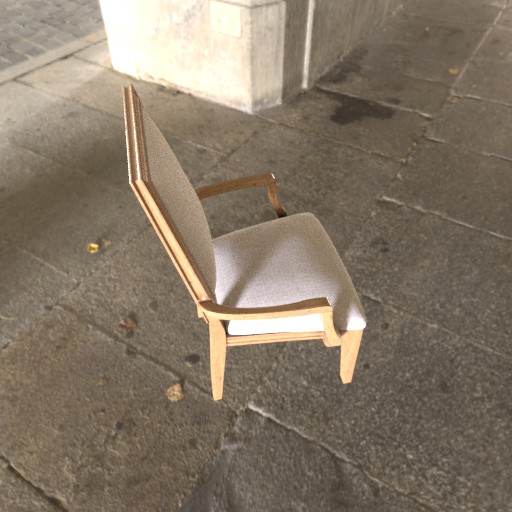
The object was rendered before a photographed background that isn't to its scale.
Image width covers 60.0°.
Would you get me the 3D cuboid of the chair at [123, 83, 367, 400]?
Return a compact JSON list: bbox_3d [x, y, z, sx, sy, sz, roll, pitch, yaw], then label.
[{"bbox_3d":[0.000,0.000,1.396,0.602,0.990,0.606,-10,47,-9],"label":"chair"}]
